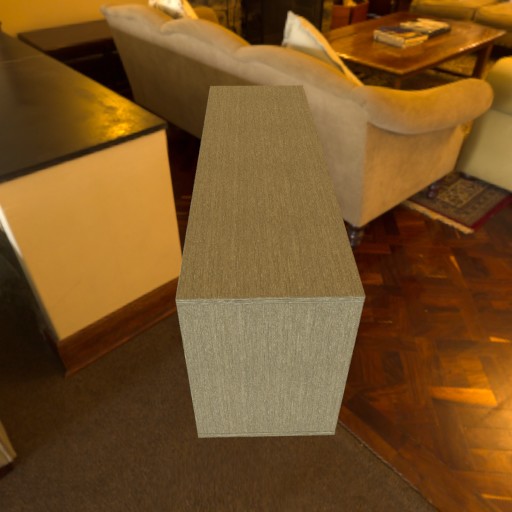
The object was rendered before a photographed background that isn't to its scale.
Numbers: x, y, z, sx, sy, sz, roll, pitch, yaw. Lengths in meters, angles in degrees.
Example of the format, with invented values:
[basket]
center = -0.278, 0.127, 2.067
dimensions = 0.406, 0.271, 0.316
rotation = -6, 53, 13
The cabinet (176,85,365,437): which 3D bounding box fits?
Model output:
[cabinet]
center = 0.000, 0.000, 1.578
dimensions = 0.405, 0.787, 1.194
rotation = -1, 40, -1
